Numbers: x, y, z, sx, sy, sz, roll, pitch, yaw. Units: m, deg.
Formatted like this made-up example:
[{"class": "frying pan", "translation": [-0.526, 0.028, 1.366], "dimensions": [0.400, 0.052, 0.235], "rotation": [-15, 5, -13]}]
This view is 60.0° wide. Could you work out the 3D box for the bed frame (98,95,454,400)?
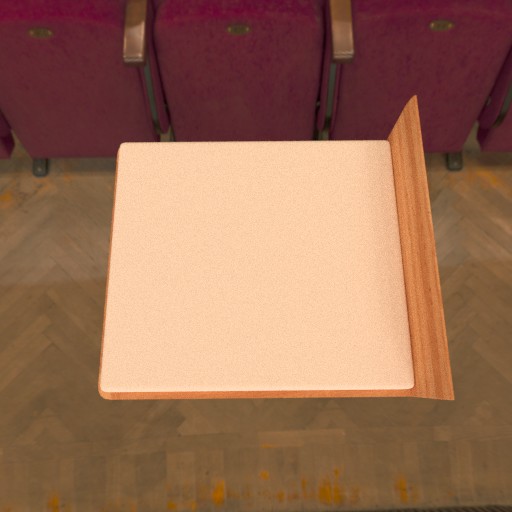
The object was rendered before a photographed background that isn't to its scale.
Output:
[{"class": "bed frame", "translation": [0.000, 0.000, 3.054], "dimensions": [2.092, 0.940, 1.872], "rotation": [-1, 74, 0]}]
